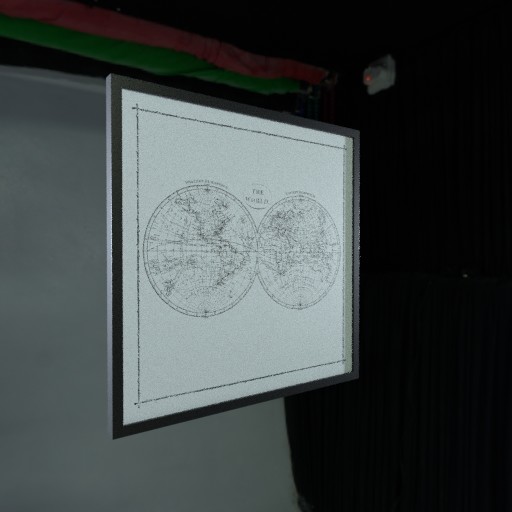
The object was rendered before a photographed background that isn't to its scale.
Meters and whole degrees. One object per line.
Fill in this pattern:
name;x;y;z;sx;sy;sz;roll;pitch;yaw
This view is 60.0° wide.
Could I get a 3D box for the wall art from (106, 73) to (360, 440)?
wall art;0.000;0.000;1.174;0.773;0.775;0.031;-1;1;-36
